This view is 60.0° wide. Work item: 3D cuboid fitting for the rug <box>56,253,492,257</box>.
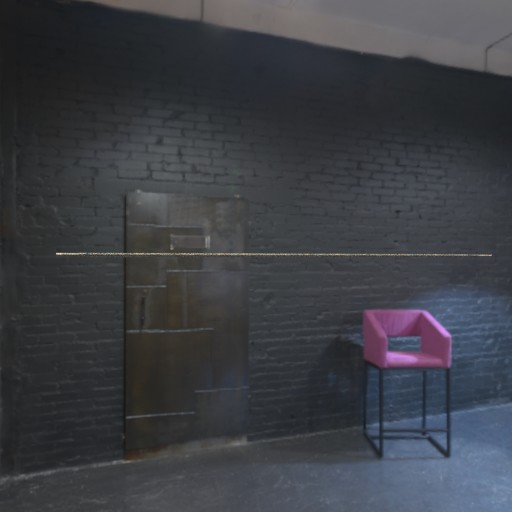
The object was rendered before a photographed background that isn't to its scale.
[{"bbox_3d":[0.000,0.000,2.241,1.730,0.009,1.278,0,0,-18],"label":"rug"}]
